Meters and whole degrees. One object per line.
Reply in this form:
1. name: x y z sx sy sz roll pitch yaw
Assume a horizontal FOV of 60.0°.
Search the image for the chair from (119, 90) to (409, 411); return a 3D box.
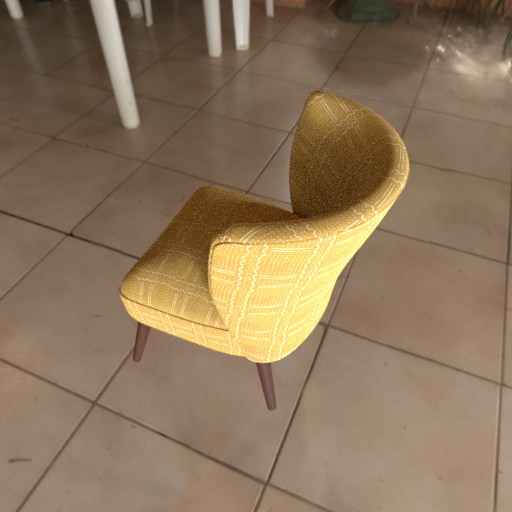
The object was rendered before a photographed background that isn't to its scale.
1. chair: 0.000 0.000 1.423 0.758 0.866 0.706 17 49 15
